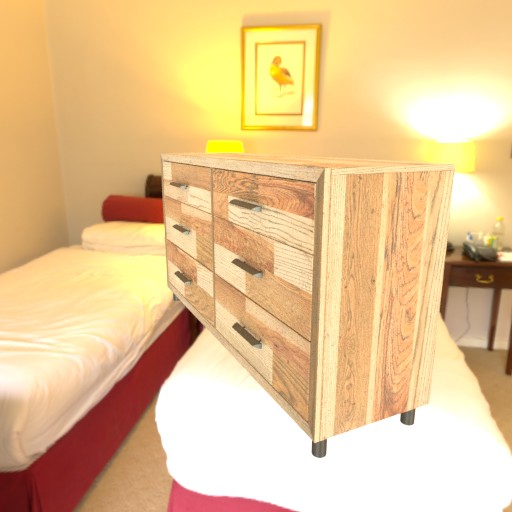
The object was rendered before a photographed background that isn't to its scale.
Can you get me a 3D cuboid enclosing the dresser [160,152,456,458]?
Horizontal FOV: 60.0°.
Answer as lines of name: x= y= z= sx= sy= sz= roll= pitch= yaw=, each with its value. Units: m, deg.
dresser: x=0.000 y=0.000 z=1.912 sx=0.487 sy=0.834 sz=1.547 roll=-7 pitch=16 yaw=-25
